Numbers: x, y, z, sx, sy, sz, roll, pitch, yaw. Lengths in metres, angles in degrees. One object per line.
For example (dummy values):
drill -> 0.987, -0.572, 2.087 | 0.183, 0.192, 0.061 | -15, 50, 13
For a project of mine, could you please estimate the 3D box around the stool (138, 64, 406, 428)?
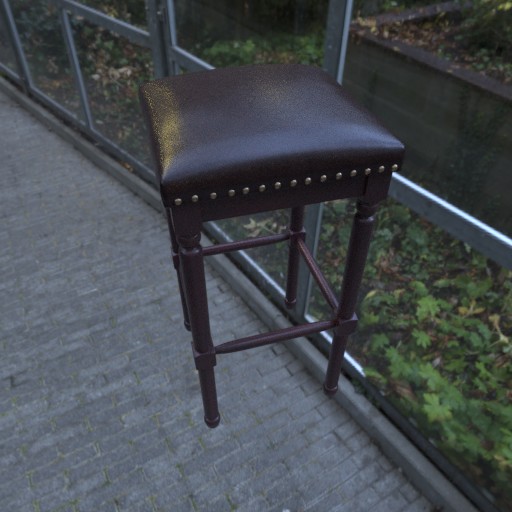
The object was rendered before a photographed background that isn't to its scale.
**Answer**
stool -> 0.000, 0.000, 0.998 | 0.383, 0.768, 0.382 | -11, 43, -12
